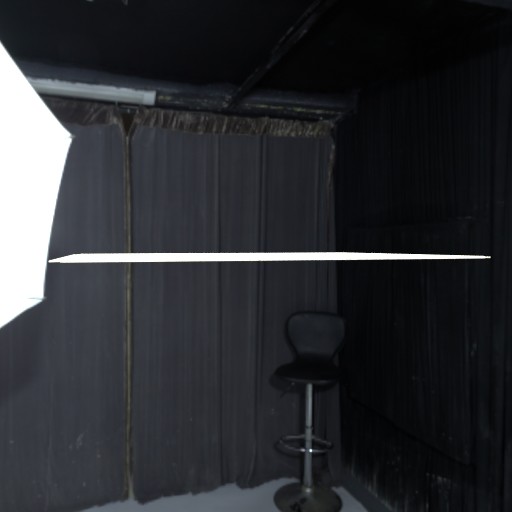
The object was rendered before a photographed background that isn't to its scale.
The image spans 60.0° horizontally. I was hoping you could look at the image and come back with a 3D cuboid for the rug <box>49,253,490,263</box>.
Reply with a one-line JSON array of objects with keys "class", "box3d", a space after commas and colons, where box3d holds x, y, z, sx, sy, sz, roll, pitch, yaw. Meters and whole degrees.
[{"class": "rug", "box3d": [0.000, 0.000, 2.811, 2.233, 0.011, 1.514, 0, 1, -19]}]
